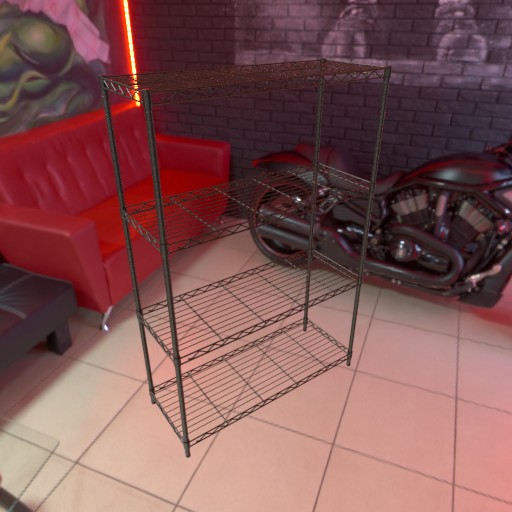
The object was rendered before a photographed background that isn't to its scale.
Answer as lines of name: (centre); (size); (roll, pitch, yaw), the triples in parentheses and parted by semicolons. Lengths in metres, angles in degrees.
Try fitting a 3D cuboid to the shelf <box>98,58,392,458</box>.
shelf: (0.000, 0.000, 1.746); (0.907, 1.361, 0.352); (-19, 34, -30)
